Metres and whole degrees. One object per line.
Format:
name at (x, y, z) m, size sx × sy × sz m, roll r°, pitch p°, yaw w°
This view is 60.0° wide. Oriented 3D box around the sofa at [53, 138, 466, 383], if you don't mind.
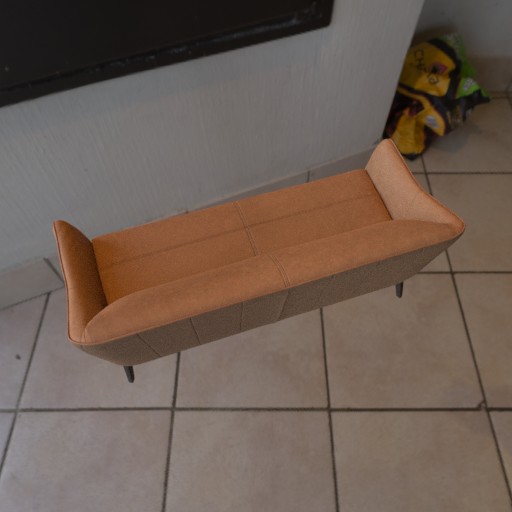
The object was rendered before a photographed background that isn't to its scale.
sofa at (0.000, 0.000, 2.382) m, size 1.928 × 0.830 × 0.869 m, roll -16°, pitch 59°, yaw -10°
